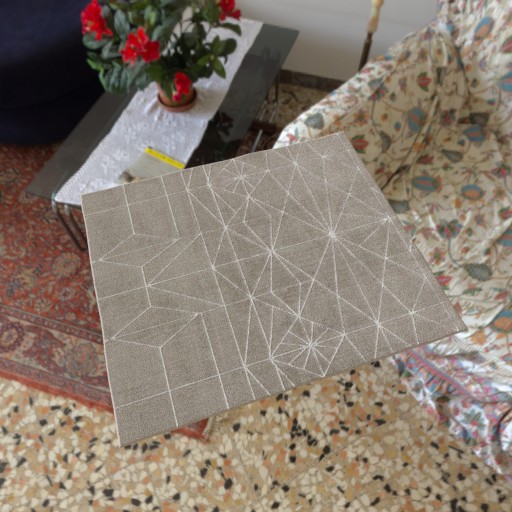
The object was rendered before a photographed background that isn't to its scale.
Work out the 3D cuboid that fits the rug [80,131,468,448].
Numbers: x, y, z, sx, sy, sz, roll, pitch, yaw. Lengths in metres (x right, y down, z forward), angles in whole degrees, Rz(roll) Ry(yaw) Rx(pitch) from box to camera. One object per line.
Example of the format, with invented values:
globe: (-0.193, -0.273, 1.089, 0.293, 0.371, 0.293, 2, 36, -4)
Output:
rug: (0.000, 0.000, 0.894, 0.639, 0.006, 0.548, -16, 59, -10)
